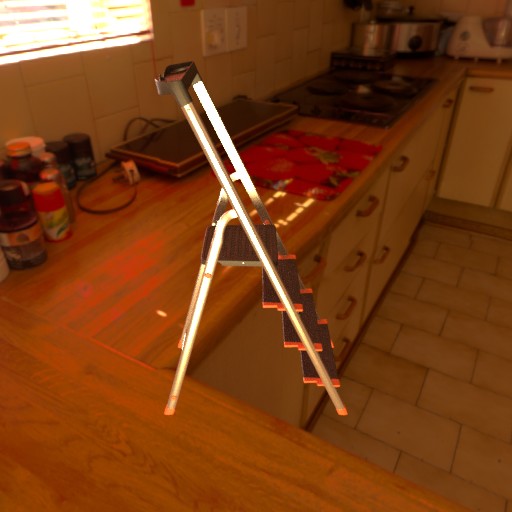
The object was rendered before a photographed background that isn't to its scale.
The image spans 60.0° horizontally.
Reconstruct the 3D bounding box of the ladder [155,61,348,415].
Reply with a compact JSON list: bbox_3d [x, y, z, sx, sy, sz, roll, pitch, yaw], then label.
[{"bbox_3d":[0.000,0.000,1.812,0.834,1.429,0.452,0,33,0],"label":"ladder"}]
